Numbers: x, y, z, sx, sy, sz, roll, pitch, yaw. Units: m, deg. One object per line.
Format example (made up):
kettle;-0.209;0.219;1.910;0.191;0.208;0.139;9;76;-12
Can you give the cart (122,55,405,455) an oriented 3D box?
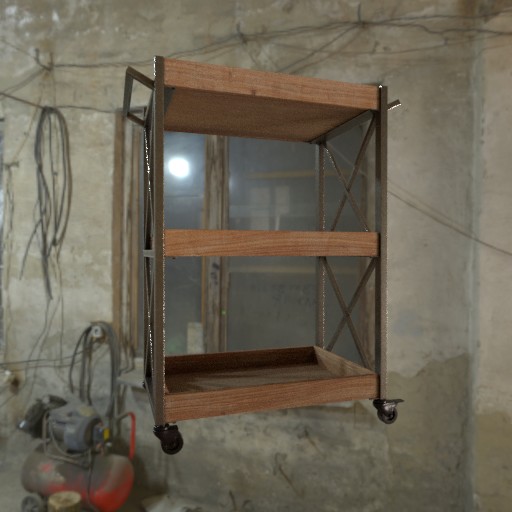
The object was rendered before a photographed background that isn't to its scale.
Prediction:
cart;0.000;0.000;1.180;0.673;0.835;0.377;0;1;-18
